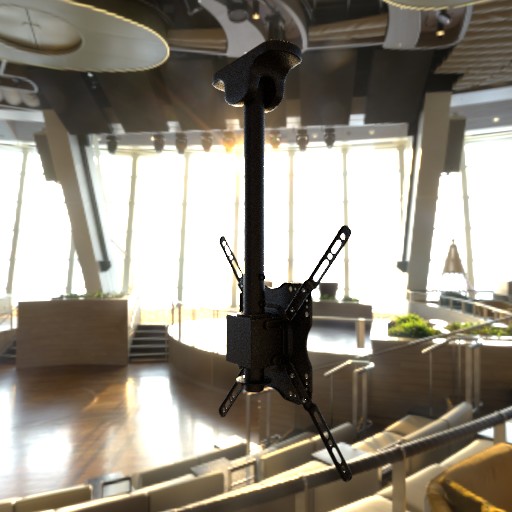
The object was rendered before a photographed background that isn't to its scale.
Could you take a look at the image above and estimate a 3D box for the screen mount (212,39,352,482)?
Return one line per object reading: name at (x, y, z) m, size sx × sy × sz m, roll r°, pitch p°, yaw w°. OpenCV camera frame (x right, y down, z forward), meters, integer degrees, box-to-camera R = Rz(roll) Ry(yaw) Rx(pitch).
screen mount at (0.000, 0.000, 0.840) m, size 0.090 × 0.729 × 0.393 m, roll 0°, pitch -1°, yaw -37°
